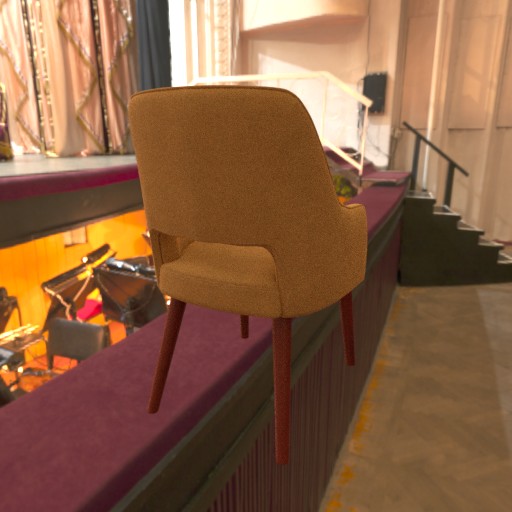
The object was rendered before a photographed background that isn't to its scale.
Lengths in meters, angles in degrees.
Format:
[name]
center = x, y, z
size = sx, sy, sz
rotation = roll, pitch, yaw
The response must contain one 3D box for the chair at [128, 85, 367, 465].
[chair]
center = 0.000, 0.000, 1.242
size = 0.548, 0.849, 0.605
rotation = 9, 18, 28
